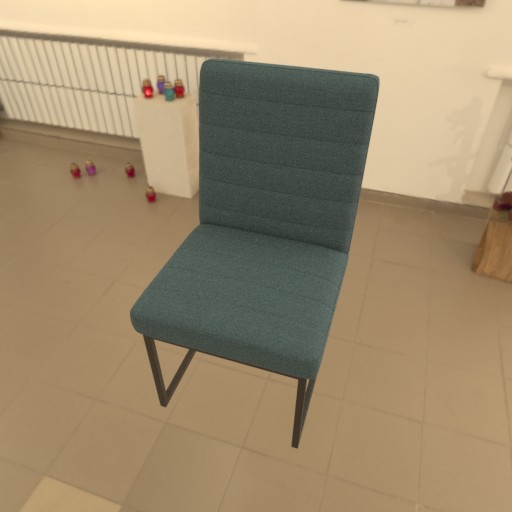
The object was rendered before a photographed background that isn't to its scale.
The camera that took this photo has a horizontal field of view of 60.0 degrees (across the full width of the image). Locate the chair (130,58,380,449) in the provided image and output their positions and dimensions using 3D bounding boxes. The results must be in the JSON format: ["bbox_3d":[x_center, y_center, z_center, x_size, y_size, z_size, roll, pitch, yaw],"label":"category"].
[{"bbox_3d":[0.000,0.000,1.318,0.520,0.930,0.634,12,41,14],"label":"chair"}]
